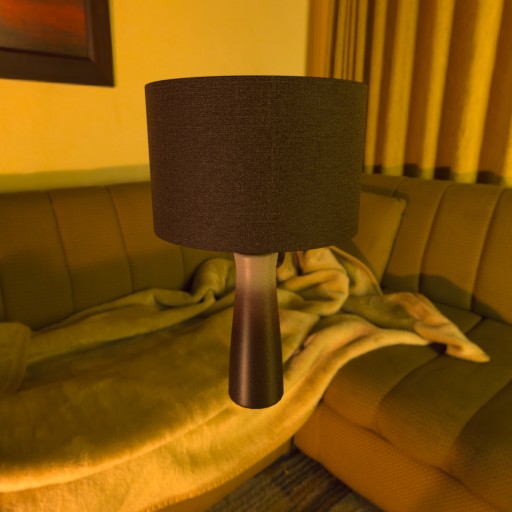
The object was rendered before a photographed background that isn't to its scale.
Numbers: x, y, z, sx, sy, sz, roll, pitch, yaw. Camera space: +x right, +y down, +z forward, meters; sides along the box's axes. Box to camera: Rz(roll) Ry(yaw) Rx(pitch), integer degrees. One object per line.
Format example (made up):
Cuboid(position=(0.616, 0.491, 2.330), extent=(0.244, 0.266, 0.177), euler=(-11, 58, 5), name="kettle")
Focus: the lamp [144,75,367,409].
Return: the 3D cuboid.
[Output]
Cuboid(position=(0.000, 0.000, 0.686), extent=(0.303, 0.488, 0.303), euler=(0, 16, 0), name="lamp")
